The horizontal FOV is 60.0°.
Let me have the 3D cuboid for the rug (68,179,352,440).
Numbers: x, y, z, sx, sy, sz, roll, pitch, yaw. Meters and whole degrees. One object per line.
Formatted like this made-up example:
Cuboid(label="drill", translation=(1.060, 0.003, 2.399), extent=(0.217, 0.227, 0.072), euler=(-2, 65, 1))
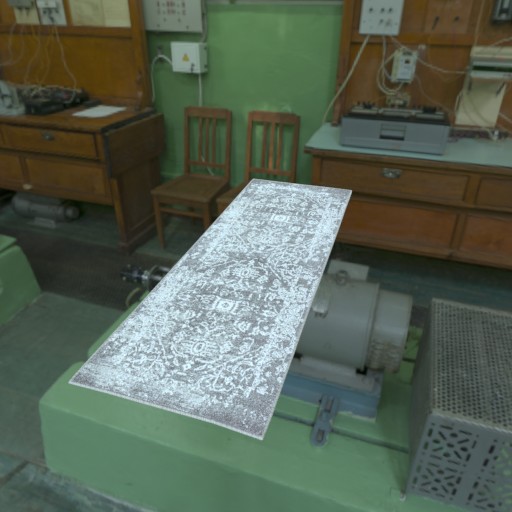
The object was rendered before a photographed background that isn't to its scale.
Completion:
Cuboid(label="rug", translation=(0.000, 0.000, 2.710), extent=(0.855, 0.017, 2.452), euler=(9, 32, 15))
